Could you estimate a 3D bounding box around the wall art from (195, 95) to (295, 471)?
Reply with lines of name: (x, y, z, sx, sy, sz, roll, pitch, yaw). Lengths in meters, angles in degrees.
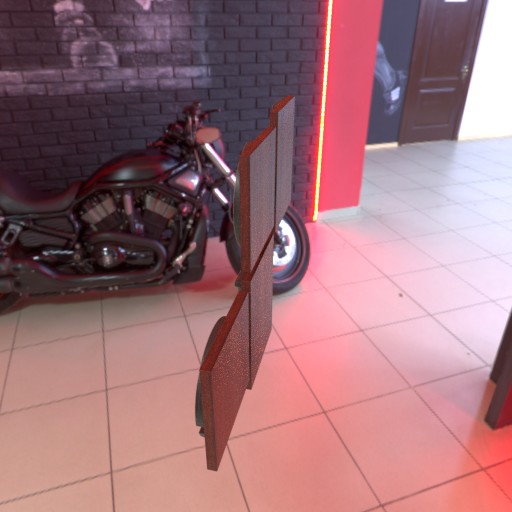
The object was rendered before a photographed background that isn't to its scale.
wall art: (0.000, 0.000, 0.855, 0.030, 0.497, 0.635, 7, 29, 12)
